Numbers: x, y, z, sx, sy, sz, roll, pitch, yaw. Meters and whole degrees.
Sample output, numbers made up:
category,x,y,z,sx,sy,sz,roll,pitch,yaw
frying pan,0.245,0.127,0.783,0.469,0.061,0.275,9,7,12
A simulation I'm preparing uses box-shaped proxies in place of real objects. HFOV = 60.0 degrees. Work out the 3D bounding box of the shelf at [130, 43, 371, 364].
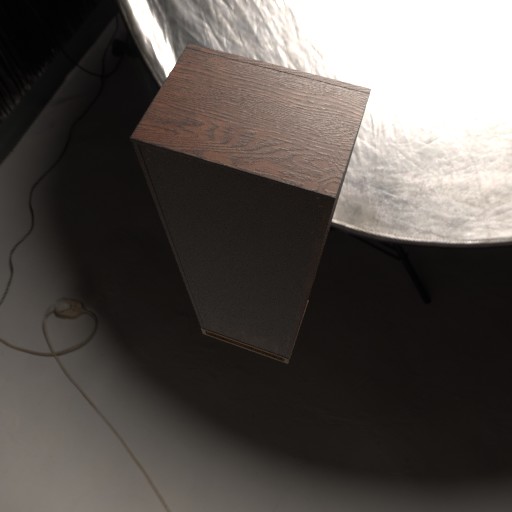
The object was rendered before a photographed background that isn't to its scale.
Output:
category,x,y,z,sx,sy,sz,roll,pitch,yaw
shelf,0.000,0.000,1.933,0.539,1.732,0.395,18,65,9
